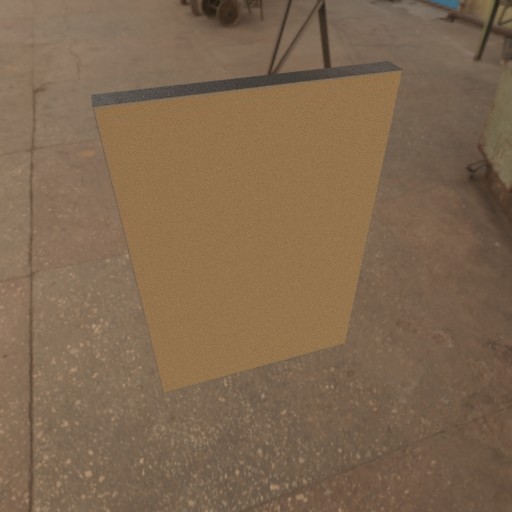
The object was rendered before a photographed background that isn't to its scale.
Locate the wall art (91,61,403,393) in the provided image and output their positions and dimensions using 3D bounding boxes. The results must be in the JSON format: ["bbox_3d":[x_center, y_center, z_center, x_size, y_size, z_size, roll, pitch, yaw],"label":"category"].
[{"bbox_3d":[0.000,0.000,0.587,0.313,0.457,0.031,-12,42,-13],"label":"wall art"}]
